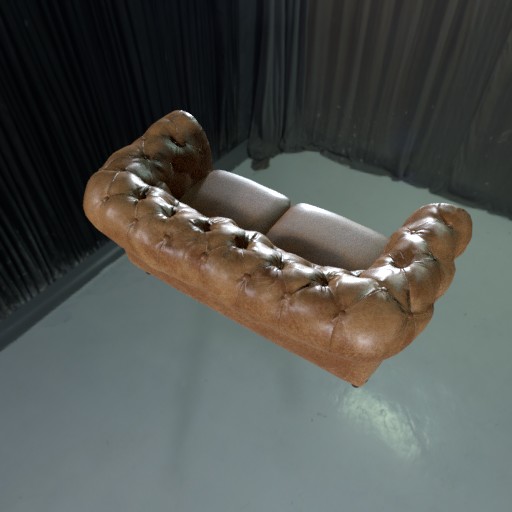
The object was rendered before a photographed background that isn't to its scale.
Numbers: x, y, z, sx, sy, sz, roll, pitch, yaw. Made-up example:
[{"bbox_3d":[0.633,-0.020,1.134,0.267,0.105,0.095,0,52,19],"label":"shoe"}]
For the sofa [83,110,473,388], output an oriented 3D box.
[{"bbox_3d":[0.000,0.000,2.536,1.979,0.877,1.042,25,52,22],"label":"sofa"}]
